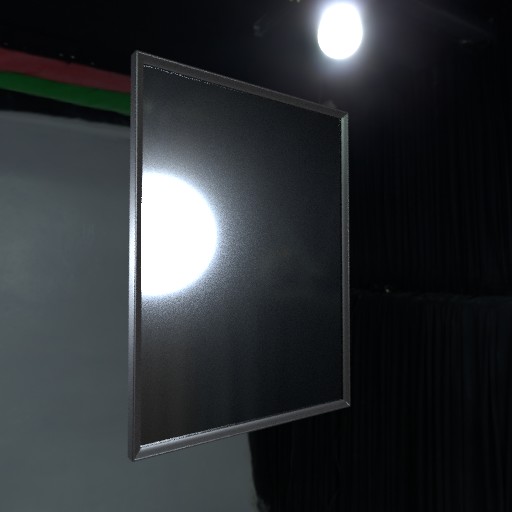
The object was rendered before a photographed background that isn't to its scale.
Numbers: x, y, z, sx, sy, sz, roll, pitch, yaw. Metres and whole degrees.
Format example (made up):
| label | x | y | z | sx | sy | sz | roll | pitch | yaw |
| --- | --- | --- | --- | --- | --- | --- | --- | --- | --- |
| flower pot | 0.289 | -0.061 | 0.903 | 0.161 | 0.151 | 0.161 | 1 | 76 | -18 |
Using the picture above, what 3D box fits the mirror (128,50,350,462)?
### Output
| label | x | y | z | sx | sy | sz | roll | pitch | yaw |
| --- | --- | --- | --- | --- | --- | --- | --- | --- | --- |
| mirror | 0.000 | 0.000 | 1.328 | 0.762 | 1.016 | 0.041 | 1 | -2 | -35 |
